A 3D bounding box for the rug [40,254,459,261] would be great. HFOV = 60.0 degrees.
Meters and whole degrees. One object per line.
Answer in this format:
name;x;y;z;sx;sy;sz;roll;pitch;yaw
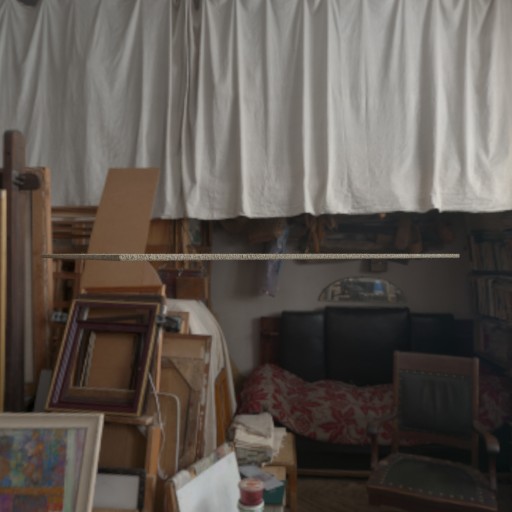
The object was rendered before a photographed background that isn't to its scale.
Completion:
rug;0.000;0.000;2.942;2.346;0.025;1.500;0;0;-36
